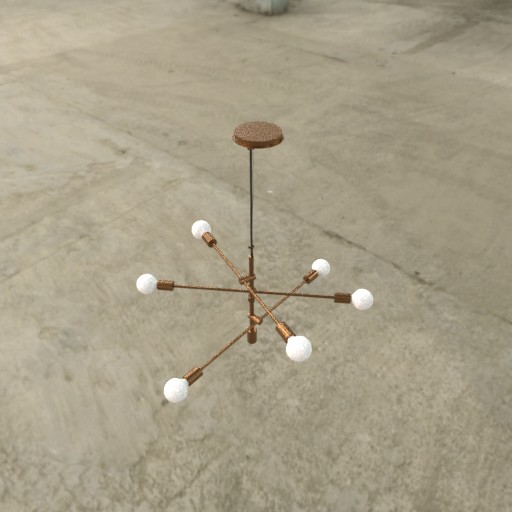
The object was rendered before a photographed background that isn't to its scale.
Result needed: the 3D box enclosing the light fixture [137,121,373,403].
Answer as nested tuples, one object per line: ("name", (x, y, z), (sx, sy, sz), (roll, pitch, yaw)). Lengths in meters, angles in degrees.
("light fixture", (0.000, 0.000, 1.265), (0.682, 0.744, 0.637), (-13, 41, -15))
